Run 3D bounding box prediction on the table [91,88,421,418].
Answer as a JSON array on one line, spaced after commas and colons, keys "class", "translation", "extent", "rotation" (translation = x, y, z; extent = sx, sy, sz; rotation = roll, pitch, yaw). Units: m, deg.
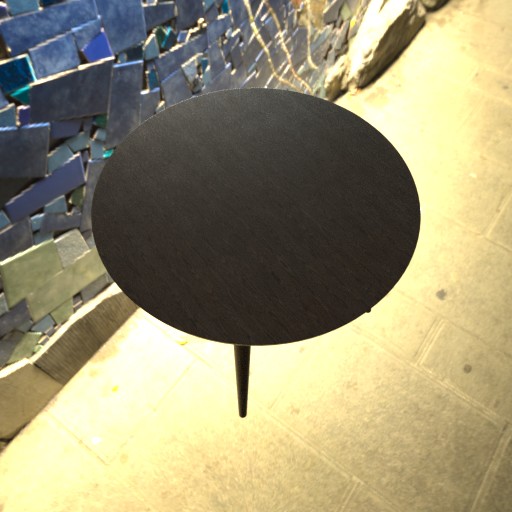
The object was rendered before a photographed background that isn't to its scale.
[{"class": "table", "translation": [0.000, 0.000, 1.774], "extent": [1.053, 0.786, 1.053], "rotation": [0, 58, 0]}]
